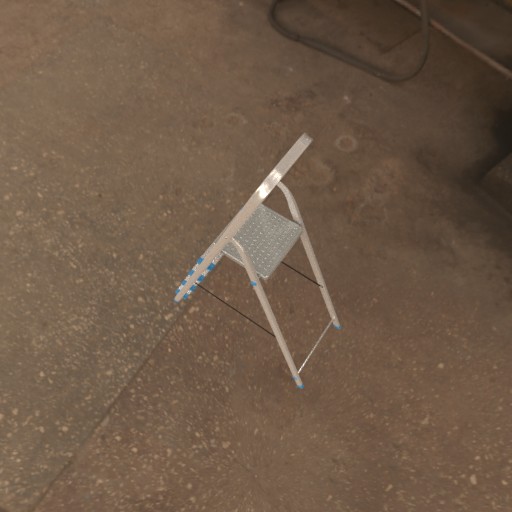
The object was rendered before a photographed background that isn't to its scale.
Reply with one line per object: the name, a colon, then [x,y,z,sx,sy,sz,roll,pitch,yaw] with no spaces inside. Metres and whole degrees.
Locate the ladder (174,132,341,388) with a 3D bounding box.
ladder: [0.000,0.000,2.107,0.990,1.648,0.468,32,68,15]
